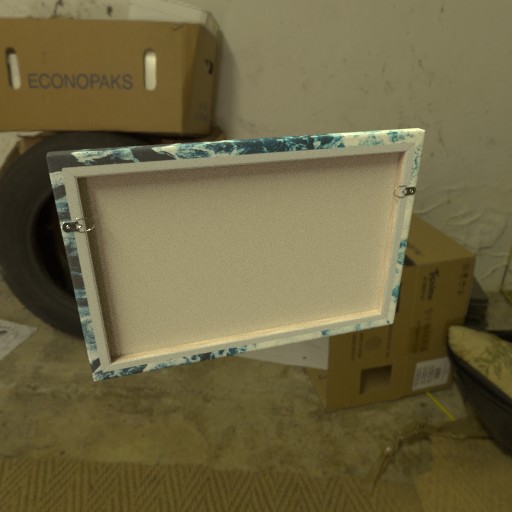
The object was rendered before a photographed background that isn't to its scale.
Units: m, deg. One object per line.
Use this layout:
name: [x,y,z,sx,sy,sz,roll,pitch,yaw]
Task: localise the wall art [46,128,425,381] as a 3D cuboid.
wall art: [0.000,0.000,1.966,1.524,1.017,0.055,-8,28,-15]
